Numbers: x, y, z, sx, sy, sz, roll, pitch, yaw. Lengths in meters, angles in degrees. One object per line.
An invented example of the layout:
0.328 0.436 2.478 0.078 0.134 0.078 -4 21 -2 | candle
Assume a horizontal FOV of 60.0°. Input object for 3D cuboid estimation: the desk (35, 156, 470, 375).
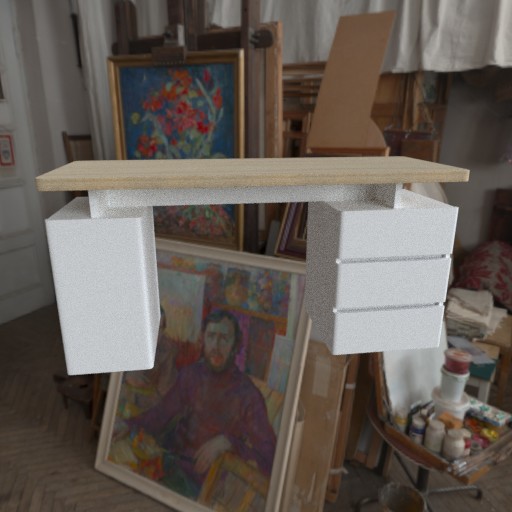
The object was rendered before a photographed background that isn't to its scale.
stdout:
0.000 0.000 1.870 1.500 0.755 0.550 -3 18 -8 | desk
